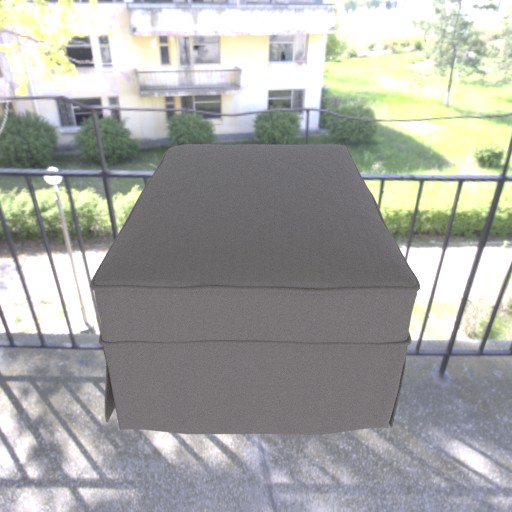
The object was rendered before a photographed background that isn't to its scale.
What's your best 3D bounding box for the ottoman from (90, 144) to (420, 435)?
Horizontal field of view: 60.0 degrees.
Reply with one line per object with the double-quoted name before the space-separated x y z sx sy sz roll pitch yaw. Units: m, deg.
"ottoman" 0.000 0.000 1.316 0.703 0.479 0.944 0 31 0
